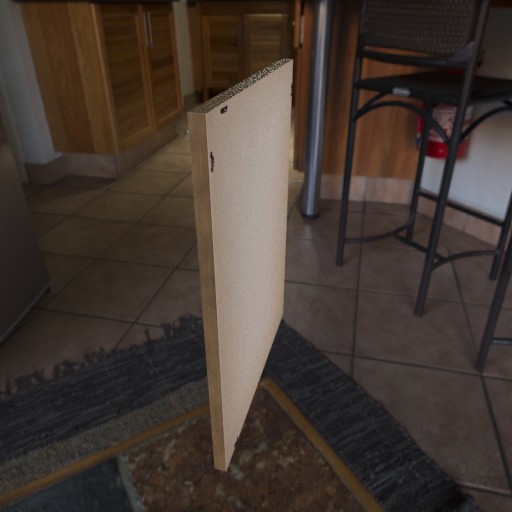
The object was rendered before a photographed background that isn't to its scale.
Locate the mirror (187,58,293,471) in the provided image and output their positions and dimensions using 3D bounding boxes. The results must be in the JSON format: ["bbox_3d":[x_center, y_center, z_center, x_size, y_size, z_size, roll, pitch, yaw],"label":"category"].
[{"bbox_3d":[0.000,0.000,1.347,0.040,1.016,0.762,8,32,13],"label":"mirror"}]
